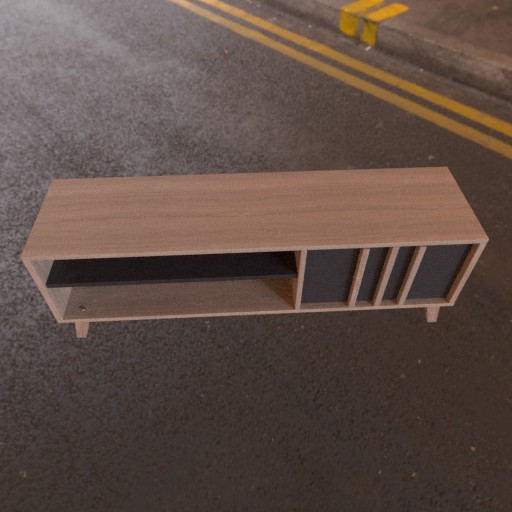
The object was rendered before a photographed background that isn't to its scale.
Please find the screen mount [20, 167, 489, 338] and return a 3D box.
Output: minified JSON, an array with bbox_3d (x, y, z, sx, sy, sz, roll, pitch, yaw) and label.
[{"bbox_3d":[0.000,0.000,1.737,1.500,0.509,0.401,-2,47,-2],"label":"screen mount"}]
